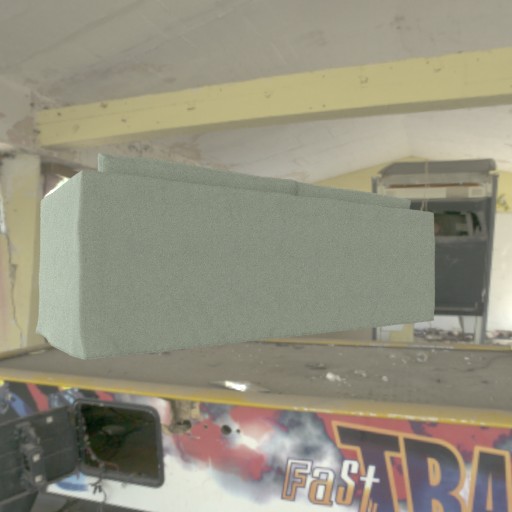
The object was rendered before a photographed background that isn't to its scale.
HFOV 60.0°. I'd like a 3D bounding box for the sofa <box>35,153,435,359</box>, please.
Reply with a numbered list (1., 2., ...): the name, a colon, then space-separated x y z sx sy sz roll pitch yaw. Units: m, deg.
1. sofa: 0.000 0.000 2.704 2.312 0.853 0.962 1 -2 -35
